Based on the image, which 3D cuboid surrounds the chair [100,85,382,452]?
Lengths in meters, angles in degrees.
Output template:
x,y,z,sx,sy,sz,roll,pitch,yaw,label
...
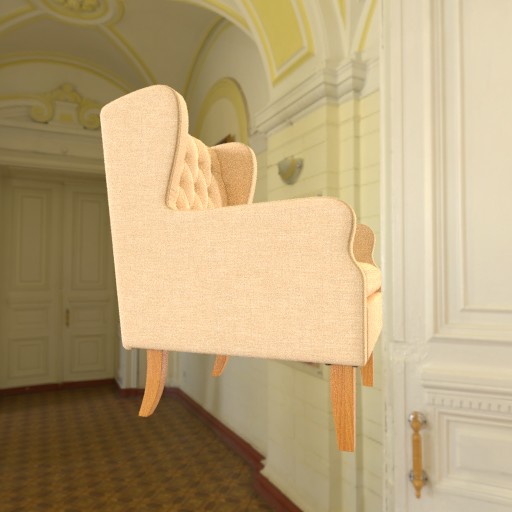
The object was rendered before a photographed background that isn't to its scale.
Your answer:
x,y,z,sx,sy,sz,roll,pitch,yaw,label
0.000,0.000,1.448,0.760,0.930,0.710,-1,-2,19,chair
